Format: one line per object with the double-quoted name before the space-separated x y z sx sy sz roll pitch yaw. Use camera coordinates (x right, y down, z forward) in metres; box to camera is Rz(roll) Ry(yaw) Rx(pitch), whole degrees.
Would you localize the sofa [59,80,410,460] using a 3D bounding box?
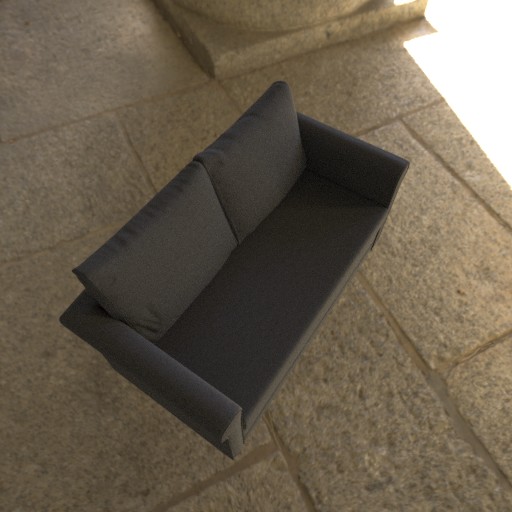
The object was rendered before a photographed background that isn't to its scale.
"sofa" 0.000 0.000 1.969 0.741 0.872 1.460 30 62 18
